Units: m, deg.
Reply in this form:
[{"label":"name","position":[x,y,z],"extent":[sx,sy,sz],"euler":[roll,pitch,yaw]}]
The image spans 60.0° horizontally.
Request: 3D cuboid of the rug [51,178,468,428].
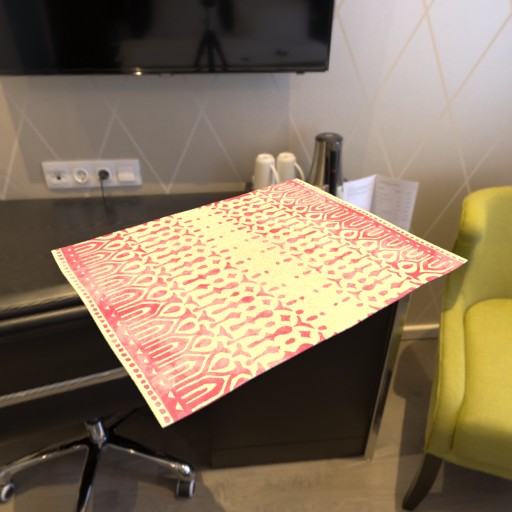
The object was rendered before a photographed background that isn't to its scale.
[{"label":"rug","position":[0.000,0.000,4.143],"extent":[3.095,0.016,2.441],"euler":[-21,38,-30]}]
